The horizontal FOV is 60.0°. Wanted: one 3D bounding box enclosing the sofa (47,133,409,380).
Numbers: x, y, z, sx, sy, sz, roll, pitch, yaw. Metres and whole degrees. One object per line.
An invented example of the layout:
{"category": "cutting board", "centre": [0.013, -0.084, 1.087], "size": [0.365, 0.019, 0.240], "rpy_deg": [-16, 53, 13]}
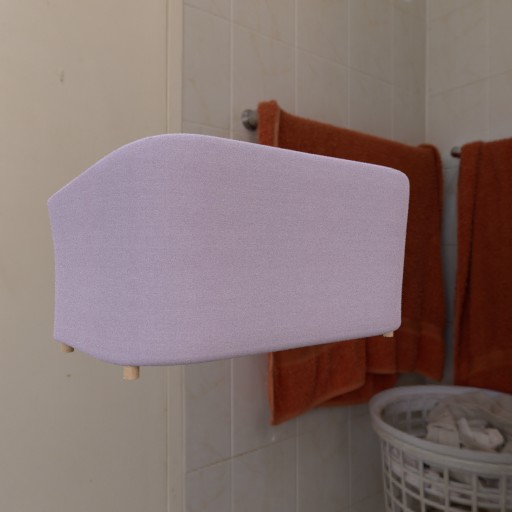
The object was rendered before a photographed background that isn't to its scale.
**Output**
{"category": "sofa", "centre": [0.000, 0.000, 1.815], "size": [1.452, 0.721, 0.705], "rpy_deg": [0, 0, -35]}
